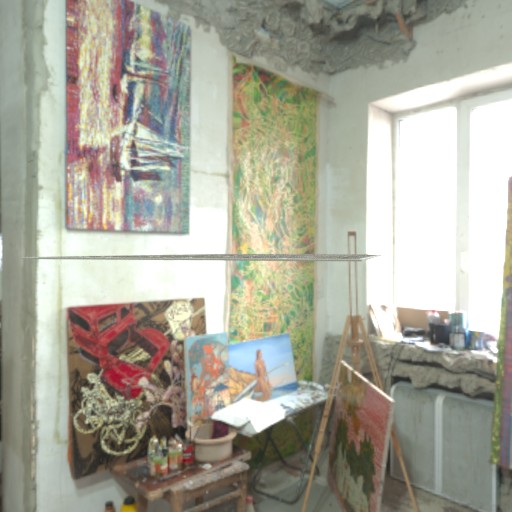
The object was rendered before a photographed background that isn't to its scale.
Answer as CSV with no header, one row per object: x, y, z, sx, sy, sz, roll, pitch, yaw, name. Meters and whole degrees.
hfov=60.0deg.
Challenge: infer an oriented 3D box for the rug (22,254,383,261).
0.000,0.000,2.863,1.522,0.008,2.284,0,1,18,rug
